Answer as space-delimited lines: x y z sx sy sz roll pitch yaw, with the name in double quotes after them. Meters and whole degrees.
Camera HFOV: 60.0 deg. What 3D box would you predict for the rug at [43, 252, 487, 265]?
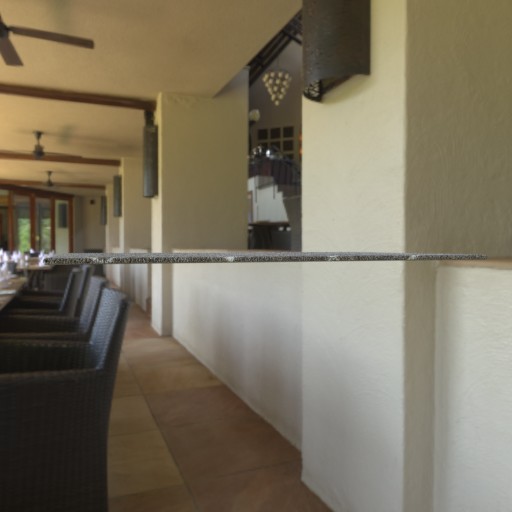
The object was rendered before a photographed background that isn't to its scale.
0.000 0.000 2.983 2.438 0.030 1.524 0 1 -19 "rug"
